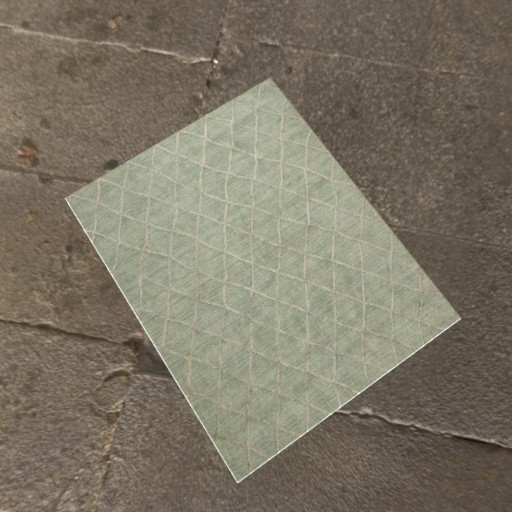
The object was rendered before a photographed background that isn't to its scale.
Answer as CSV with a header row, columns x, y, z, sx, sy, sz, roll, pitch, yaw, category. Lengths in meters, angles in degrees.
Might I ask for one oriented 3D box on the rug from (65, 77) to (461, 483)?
x,y,z,sx,sy,sz,roll,pitch,yaw,category
0.000,0.000,4.148,2.420,0.019,3.039,-33,78,-8,rug
